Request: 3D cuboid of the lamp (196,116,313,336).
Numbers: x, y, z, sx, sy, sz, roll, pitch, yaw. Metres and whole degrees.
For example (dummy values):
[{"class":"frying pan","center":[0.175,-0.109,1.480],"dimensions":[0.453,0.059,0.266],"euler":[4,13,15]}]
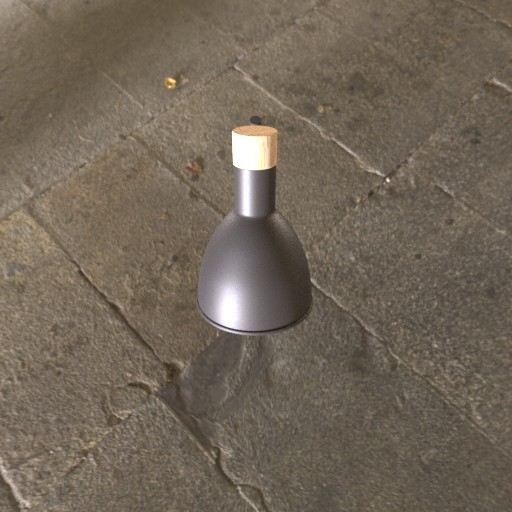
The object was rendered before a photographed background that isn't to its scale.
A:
[{"class":"lamp","center":[0.000,0.000,0.604],"dimensions":[0.152,0.483,0.287],"euler":[0,64,0]}]
